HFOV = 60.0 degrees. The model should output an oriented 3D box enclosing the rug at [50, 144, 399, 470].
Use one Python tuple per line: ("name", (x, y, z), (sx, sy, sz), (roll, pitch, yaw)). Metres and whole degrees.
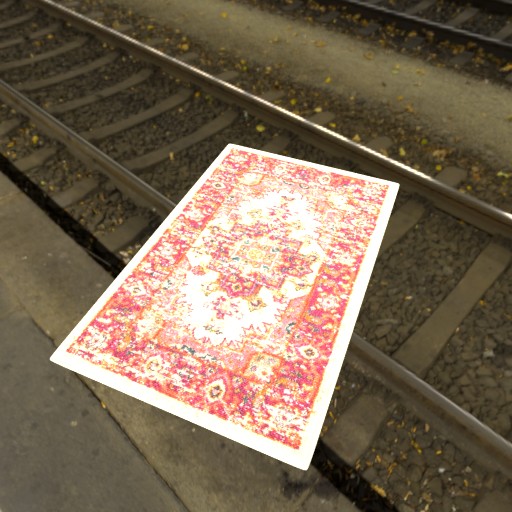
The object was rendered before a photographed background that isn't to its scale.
("rug", (0.000, 0.000, 1.108), (0.556, 0.004, 0.868), (17, 49, 15))
